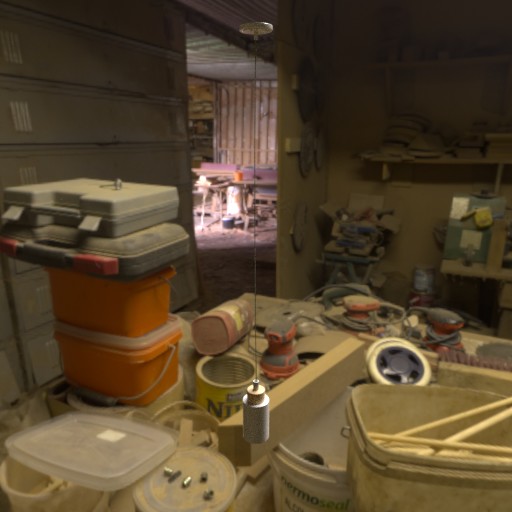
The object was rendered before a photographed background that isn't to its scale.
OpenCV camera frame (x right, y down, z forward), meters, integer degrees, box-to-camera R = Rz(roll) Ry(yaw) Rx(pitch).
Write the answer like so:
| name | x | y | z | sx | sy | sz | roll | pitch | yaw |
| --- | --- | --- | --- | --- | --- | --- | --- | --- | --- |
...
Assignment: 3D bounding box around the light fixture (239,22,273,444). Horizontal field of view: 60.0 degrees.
| name | x | y | z | sx | sy | sz | roll | pitch | yaw |
| --- | --- | --- | --- | --- | --- | --- | --- | --- | --- |
| light fixture | 0.000 | 0.000 | 1.908 | 0.125 | 1.798 | 0.125 | 8 | 17 | 26 |
